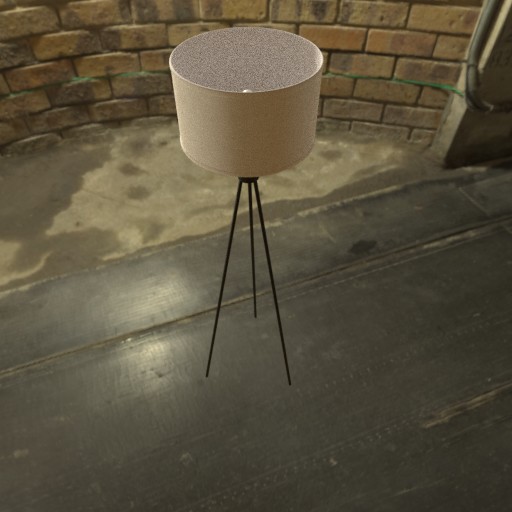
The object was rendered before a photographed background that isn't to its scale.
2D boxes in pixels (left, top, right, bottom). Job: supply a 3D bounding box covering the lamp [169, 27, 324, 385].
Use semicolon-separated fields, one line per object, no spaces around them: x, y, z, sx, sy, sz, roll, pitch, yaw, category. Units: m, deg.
0.000;0.000;1.737;0.458;1.545;0.448;23;51;20;lamp
